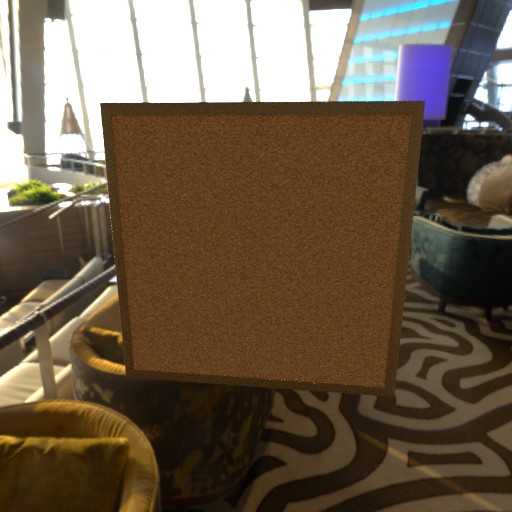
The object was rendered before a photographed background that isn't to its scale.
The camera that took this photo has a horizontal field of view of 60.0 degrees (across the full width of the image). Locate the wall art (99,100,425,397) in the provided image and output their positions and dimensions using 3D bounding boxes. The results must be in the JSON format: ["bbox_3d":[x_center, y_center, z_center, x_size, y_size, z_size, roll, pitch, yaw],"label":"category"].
[{"bbox_3d":[0.000,0.000,1.164,0.767,0.765,0.036,2,17,7],"label":"wall art"}]
